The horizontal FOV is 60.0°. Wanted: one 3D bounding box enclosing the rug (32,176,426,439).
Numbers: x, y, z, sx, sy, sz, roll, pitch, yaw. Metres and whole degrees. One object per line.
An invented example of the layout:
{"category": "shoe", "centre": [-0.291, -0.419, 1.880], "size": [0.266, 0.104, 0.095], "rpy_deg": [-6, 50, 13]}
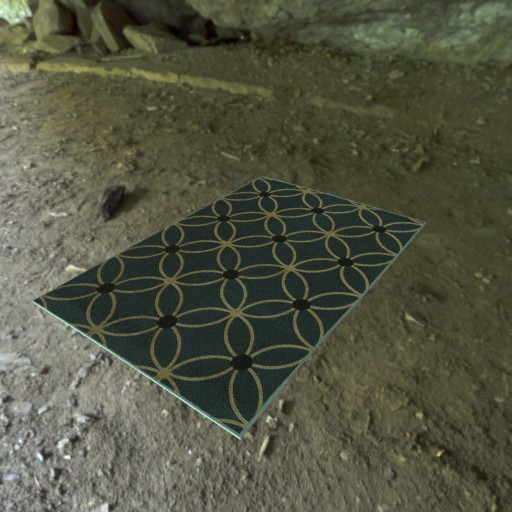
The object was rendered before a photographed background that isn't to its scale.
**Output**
{"category": "rug", "centre": [0.000, 0.000, 2.935], "size": [1.522, 0.008, 2.284], "rpy_deg": [21, 38, 30]}
